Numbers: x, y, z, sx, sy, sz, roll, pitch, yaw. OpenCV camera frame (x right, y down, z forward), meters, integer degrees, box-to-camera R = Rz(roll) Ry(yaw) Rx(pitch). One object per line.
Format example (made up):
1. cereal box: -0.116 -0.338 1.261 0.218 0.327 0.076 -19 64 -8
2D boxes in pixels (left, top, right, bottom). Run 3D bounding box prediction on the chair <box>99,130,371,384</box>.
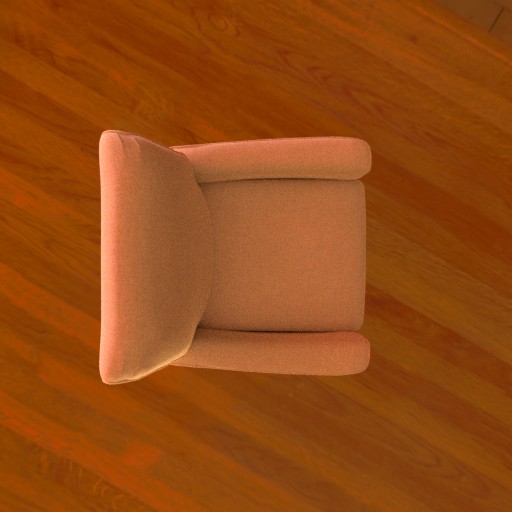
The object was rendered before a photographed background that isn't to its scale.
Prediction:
1. chair: 0.000 0.000 1.652 0.859 1.023 0.845 0 91 0
